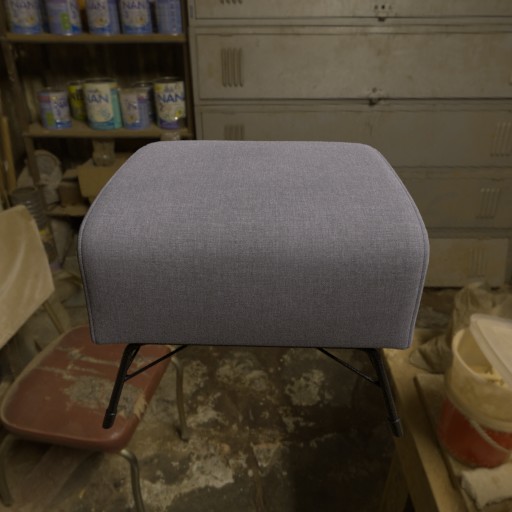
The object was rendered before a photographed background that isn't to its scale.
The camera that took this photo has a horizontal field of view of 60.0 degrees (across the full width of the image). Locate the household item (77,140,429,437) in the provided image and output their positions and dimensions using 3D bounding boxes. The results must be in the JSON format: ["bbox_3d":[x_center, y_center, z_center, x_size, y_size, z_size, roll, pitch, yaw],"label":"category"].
[{"bbox_3d":[0.000,0.000,0.901,0.530,0.410,0.530,1,30,2],"label":"household item"}]
